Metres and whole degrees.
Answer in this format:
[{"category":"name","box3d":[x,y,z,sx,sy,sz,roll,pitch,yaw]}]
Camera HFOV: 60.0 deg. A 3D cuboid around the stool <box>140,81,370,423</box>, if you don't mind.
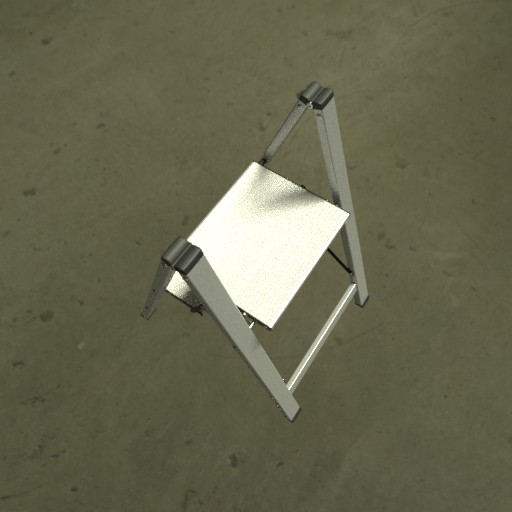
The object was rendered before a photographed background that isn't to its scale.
[{"category":"stool","box3d":[0.000,0.000,1.022,0.535,0.670,0.440,31,68,14]}]
